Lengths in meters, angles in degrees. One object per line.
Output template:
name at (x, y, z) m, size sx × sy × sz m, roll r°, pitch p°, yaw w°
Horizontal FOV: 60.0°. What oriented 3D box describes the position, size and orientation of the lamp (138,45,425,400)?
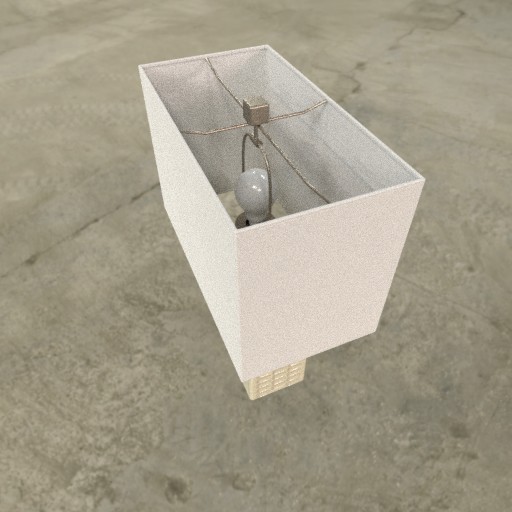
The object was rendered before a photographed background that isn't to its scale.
lamp at (0.000, 0.000, 0.701) m, size 0.200 × 0.515 × 0.380 m, roll -17°, pitch 48°, yaw -16°
